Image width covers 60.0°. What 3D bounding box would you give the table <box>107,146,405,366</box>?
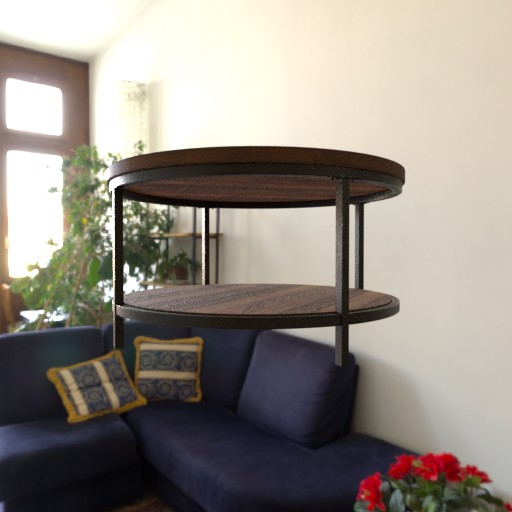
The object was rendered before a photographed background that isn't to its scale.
[{"bbox_3d":[0.000,0.000,1.317,0.837,0.462,0.837,0,1,0],"label":"table"}]
